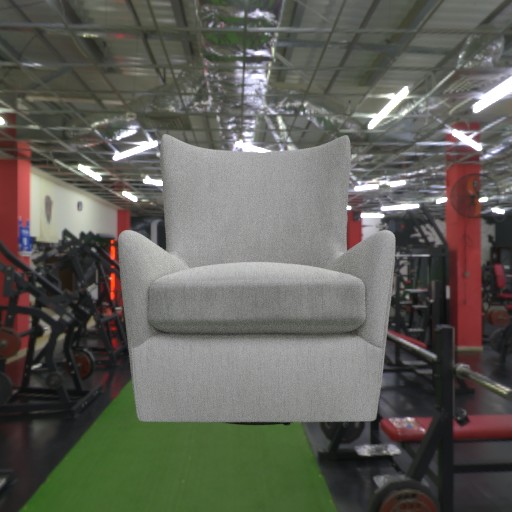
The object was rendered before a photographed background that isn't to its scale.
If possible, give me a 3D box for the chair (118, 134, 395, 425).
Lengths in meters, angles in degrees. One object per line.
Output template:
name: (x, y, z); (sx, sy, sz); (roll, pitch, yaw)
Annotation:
chair: (0.000, 0.000, 1.644); (0.779, 1.000, 0.904); (0, 0, 0)
